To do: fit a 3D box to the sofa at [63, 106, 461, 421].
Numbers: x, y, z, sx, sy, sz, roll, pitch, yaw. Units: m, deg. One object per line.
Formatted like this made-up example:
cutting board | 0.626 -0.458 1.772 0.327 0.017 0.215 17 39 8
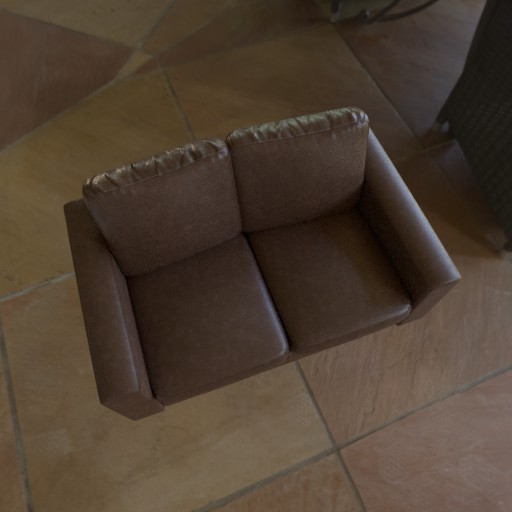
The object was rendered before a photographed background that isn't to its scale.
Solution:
sofa | 0.000 0.000 2.134 1.616 0.873 1.016 -18 65 -9
